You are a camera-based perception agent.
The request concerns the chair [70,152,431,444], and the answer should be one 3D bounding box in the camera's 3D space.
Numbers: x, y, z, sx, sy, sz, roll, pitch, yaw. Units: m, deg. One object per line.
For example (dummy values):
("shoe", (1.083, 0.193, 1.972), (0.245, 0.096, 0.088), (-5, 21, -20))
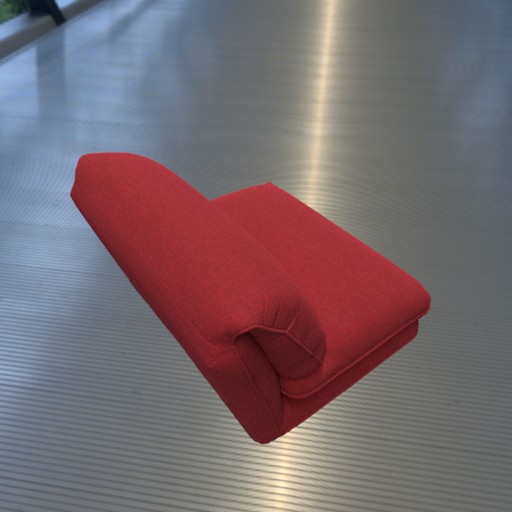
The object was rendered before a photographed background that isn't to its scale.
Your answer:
("chair", (0.000, 0.000, 1.337), (0.780, 0.580, 0.820), (-26, 47, -27))
